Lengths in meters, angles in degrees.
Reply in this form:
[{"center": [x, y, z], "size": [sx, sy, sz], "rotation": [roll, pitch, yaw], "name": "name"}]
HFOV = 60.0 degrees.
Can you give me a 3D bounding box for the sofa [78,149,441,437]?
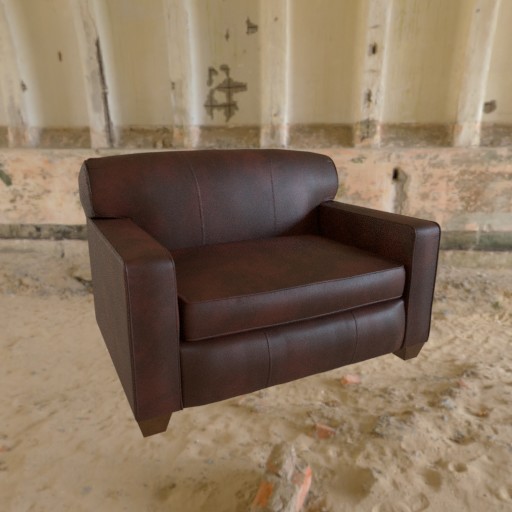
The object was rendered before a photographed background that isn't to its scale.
[{"center": [0.000, 0.000, 2.079], "size": [1.413, 0.956, 1.000], "rotation": [-7, 17, -26], "name": "sofa"}]
